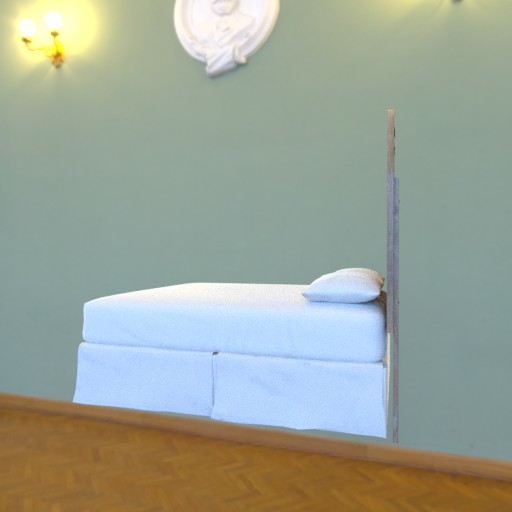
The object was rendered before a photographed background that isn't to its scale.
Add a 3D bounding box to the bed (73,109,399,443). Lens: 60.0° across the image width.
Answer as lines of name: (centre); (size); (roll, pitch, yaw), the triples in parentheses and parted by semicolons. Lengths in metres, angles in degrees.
bed: (0.000, 0.000, 3.456); (2.112, 2.002, 1.713); (0, 1, 17)
